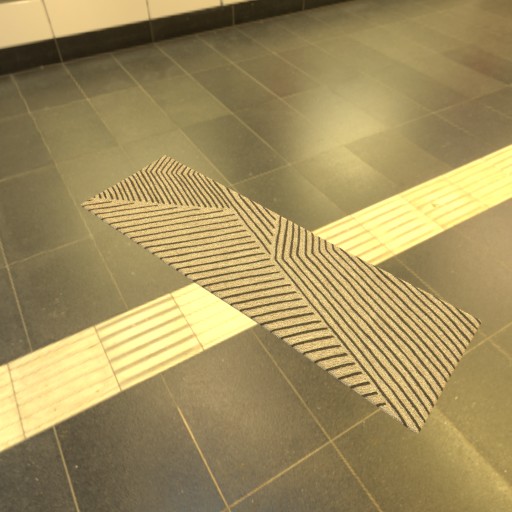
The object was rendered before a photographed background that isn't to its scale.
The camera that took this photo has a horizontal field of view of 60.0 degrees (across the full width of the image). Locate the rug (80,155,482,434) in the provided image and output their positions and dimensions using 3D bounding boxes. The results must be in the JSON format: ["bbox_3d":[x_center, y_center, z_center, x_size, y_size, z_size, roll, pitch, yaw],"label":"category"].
[{"bbox_3d":[0.000,0.000,2.654,2.439,0.020,0.773,31,53,26],"label":"rug"}]
